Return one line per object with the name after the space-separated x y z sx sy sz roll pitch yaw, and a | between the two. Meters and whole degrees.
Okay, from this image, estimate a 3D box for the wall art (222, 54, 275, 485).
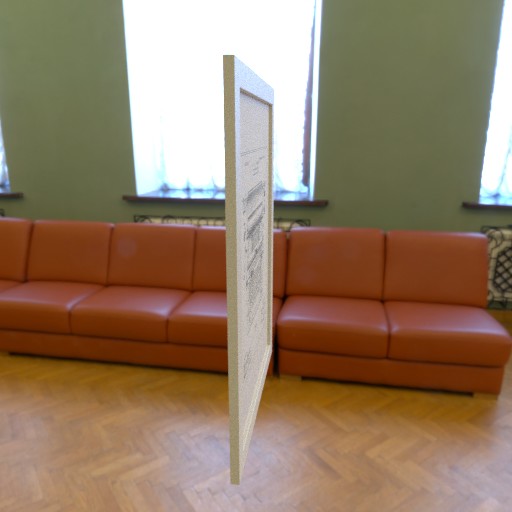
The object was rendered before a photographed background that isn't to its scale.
0.000 0.000 0.705 0.013 0.533 0.381 2 16 8 | wall art
